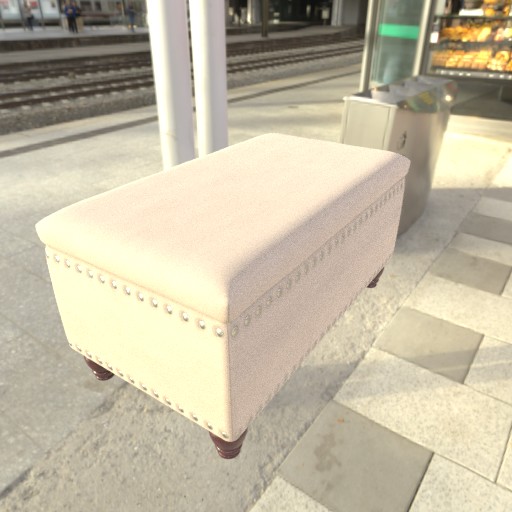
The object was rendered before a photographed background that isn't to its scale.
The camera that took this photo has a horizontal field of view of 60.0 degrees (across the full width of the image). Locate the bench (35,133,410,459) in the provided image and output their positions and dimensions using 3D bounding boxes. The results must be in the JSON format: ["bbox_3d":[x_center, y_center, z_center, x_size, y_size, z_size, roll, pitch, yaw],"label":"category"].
[{"bbox_3d":[0.000,0.000,1.194,0.500,0.449,0.887,18,34,30],"label":"bench"}]
